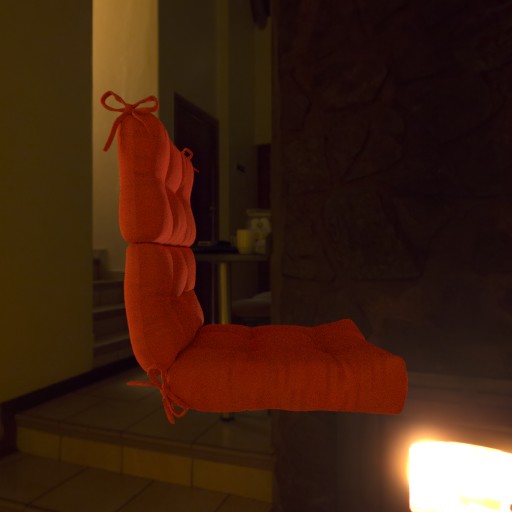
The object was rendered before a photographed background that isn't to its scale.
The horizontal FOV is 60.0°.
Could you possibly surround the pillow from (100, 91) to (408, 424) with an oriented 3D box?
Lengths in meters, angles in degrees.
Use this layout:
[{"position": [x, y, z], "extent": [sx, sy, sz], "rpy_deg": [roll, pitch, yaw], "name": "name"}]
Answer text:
[{"position": [0.000, 0.000, 1.035], "extent": [0.571, 0.605, 0.519], "rpy_deg": [0, 0, 0], "name": "pillow"}]
